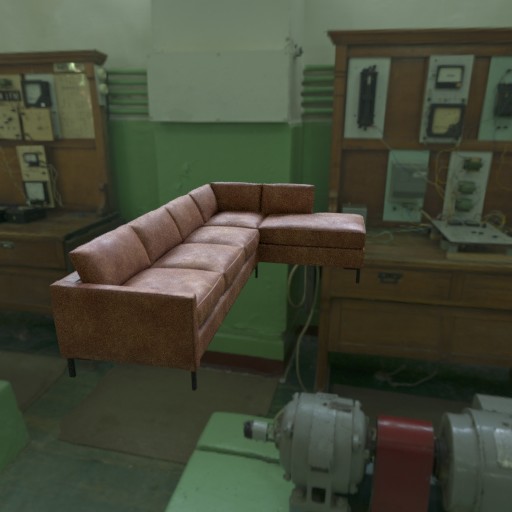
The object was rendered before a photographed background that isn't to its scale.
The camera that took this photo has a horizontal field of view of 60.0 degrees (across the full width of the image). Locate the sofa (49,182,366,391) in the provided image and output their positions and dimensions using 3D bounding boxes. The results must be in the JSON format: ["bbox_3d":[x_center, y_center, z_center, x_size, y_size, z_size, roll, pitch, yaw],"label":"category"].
[{"bbox_3d":[0.000,0.000,3.901,1.938,0.877,2.984,3,18,11],"label":"sofa"}]
